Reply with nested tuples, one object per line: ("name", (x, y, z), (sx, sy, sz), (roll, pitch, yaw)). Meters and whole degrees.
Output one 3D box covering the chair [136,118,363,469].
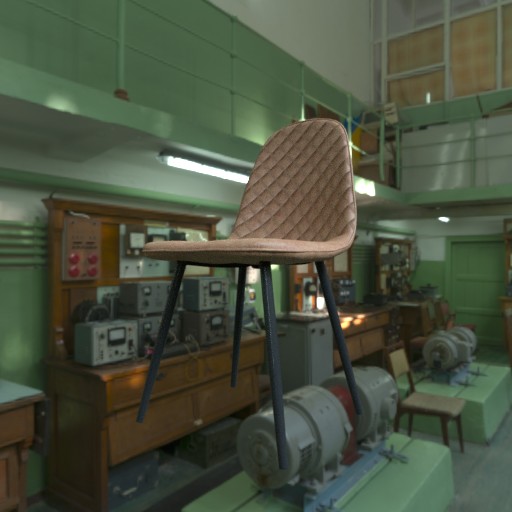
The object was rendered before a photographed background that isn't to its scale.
("chair", (0.000, 0.000, 1.231), (0.472, 0.889, 0.561), (0, 0, 36))
